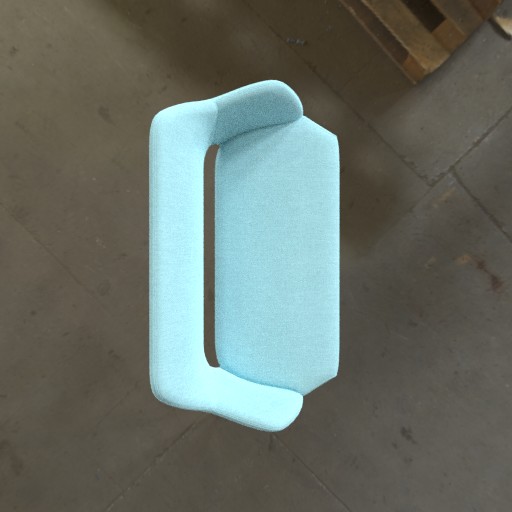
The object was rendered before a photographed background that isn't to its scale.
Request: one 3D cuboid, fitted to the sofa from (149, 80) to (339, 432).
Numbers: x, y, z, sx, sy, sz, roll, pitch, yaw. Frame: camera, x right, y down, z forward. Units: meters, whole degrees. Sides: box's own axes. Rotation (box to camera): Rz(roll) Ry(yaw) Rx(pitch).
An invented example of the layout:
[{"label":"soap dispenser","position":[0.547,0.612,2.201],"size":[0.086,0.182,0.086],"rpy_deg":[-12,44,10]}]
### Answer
[{"label":"sofa","position":[0.000,0.000,1.658],"size":[0.610,0.840,1.150],"rpy_deg":[0,90,0]}]
